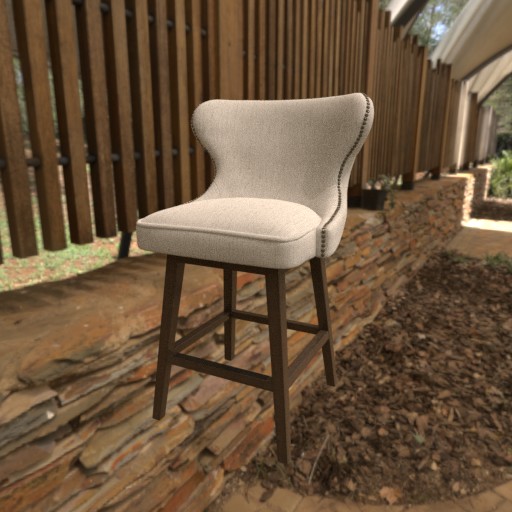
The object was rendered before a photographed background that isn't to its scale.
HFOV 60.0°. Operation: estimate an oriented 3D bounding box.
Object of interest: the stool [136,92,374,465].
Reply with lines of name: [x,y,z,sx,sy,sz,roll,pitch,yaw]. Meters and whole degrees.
stool: [0.000,0.000,1.379,0.615,0.972,0.597,7,16,26]
